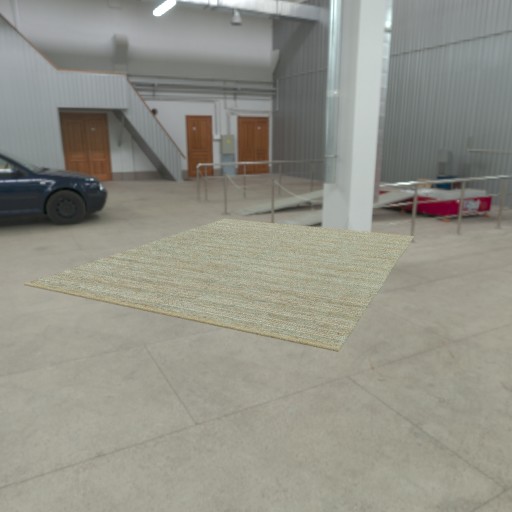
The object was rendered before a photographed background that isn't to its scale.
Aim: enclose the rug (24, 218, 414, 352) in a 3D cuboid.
[{"bbox_3d":[0.000,0.000,4.170,2.471,0.012,3.034,7,17,25],"label":"rug"}]
